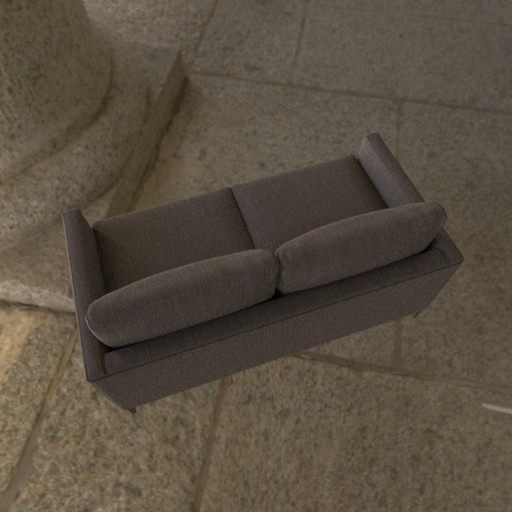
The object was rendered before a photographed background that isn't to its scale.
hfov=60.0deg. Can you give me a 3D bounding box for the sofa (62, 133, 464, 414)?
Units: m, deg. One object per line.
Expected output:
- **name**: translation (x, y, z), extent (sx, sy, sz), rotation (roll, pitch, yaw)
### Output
- **sofa**: translation (0.000, 0.000, 2.189), extent (1.682, 0.840, 0.875), rotation (-16, 60, -10)
